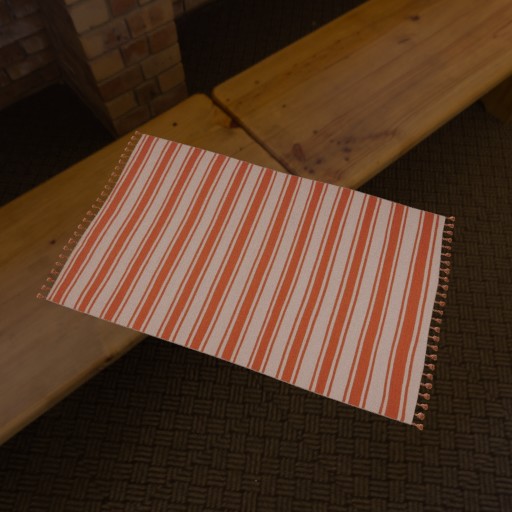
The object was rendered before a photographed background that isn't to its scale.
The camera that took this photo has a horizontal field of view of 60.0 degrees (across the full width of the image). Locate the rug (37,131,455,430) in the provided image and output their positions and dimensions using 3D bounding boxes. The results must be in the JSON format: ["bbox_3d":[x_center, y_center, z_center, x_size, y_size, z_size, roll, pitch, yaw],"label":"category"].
[{"bbox_3d":[0.000,0.000,2.489,2.092,0.017,1.232,17,64,8],"label":"rug"}]
